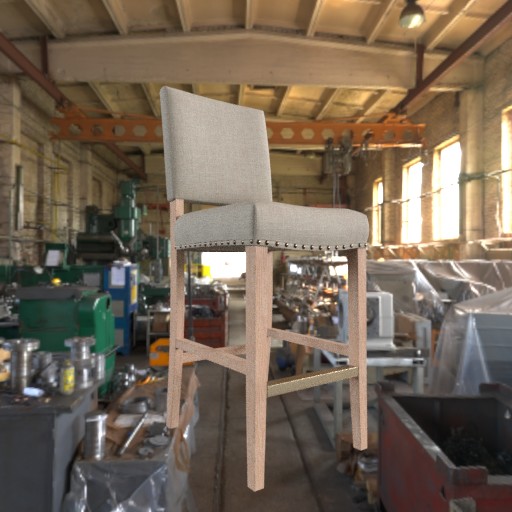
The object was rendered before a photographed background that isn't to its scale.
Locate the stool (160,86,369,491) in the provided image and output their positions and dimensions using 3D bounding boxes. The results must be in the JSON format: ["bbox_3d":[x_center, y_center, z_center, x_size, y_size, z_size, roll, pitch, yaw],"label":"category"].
[{"bbox_3d":[0.000,0.000,1.452,0.445,1.173,0.585,0,-1,-36],"label":"stool"}]
